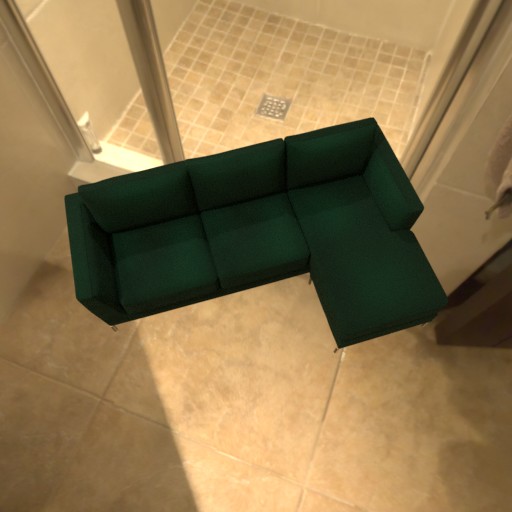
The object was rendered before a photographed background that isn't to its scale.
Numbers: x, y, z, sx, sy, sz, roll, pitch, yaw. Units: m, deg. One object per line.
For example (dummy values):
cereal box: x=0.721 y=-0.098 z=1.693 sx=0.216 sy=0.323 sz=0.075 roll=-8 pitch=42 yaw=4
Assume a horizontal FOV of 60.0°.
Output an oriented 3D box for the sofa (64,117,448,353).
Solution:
sofa: x=0.000 y=0.000 z=3.221 sx=2.441 sy=1.007 sz=1.489 roll=-15 pitch=64 yaw=-7
